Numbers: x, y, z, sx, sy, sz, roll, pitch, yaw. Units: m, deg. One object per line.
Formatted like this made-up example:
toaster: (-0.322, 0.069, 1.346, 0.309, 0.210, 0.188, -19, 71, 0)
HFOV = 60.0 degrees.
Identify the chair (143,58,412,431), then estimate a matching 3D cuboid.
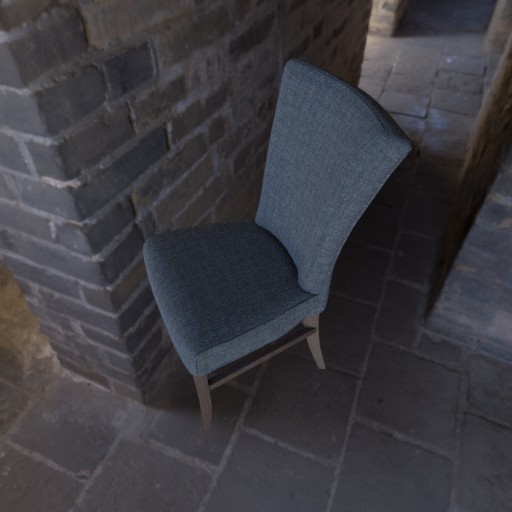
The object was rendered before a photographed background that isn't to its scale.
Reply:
chair: (0.000, 0.000, 1.403, 0.660, 0.991, 0.520, -18, 48, -17)
